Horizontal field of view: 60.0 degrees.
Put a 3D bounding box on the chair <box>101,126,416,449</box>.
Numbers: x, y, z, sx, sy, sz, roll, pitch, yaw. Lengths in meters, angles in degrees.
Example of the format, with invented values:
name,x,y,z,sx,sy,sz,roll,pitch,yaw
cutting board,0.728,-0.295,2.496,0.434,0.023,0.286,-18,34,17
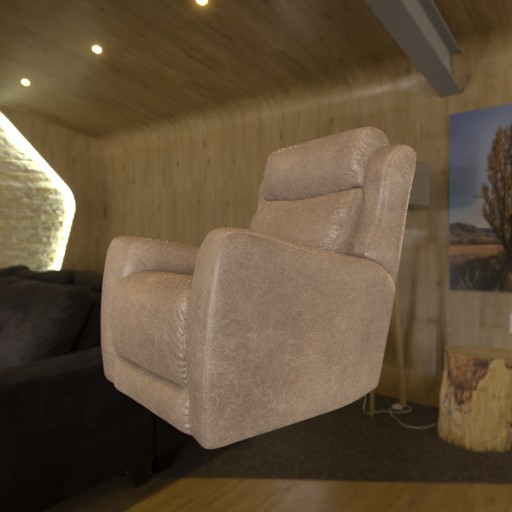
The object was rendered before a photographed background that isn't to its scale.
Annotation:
name,x,y,z,sx,sy,sz,roll,pitch,yaw
chair,0.000,0.000,1.901,1.068,1.116,0.965,-1,1,-37
